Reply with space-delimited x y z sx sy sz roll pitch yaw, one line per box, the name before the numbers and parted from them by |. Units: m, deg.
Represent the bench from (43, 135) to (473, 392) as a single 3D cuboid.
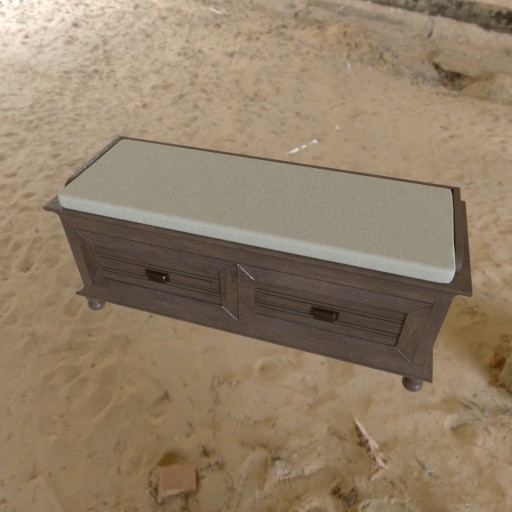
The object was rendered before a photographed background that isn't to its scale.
bench | 0.000 0.000 1.442 1.185 0.501 0.402 12 42 13
